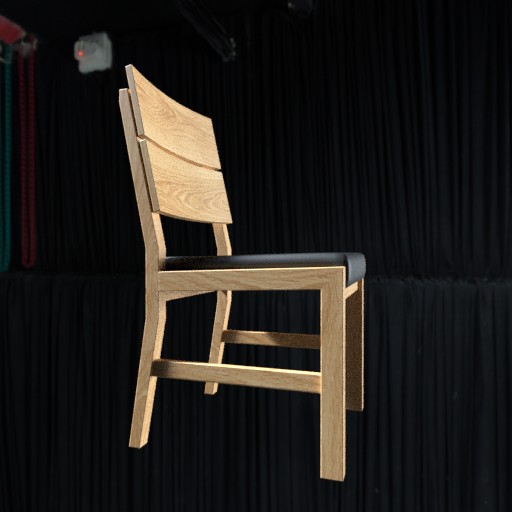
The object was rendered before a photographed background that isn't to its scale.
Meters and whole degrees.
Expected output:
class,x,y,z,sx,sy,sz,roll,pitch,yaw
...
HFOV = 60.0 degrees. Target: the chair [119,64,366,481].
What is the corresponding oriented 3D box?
class,x,y,z,sx,sy,sz,roll,pitch,yaw
chair,0.000,0.000,1.246,0.569,0.950,0.475,0,0,19
